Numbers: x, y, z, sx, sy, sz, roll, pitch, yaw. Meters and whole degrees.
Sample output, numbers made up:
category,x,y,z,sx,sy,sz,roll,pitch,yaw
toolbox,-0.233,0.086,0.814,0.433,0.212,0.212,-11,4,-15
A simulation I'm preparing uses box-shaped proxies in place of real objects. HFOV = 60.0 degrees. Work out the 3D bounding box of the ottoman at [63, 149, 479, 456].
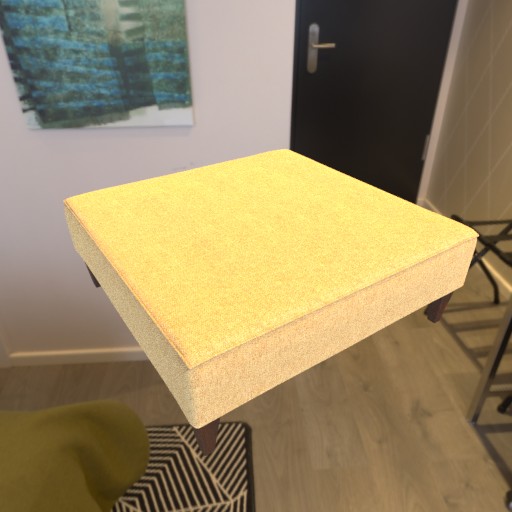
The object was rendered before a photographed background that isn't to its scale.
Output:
category,x,y,z,sx,sy,sz,roll,pitch,yaw
ottoman,0.000,0.000,1.504,0.981,0.378,0.970,-20,37,-29
